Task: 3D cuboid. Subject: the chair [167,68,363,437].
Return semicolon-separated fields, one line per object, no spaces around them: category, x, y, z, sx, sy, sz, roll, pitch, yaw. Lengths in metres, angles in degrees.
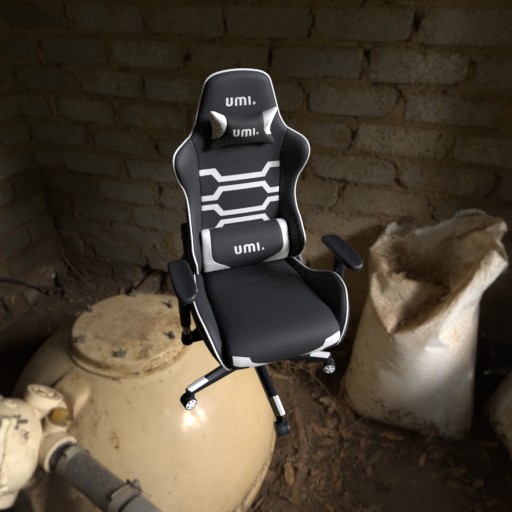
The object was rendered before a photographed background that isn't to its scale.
chair;0.000;0.000;1.651;0.700;1.240;0.700;-10;33;-15
